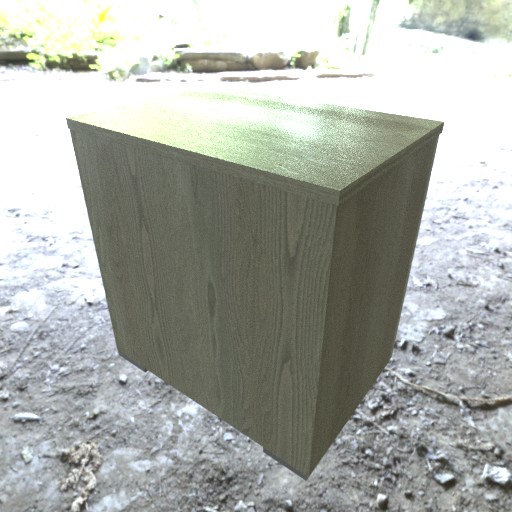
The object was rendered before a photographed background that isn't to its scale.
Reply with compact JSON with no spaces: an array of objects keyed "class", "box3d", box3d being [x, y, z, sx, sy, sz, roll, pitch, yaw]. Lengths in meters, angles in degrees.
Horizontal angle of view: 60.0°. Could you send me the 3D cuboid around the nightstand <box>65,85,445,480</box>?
[{"class":"nightstand","box3d":[0.000,0.000,0.754,0.442,0.461,0.325,22,37,31]}]
